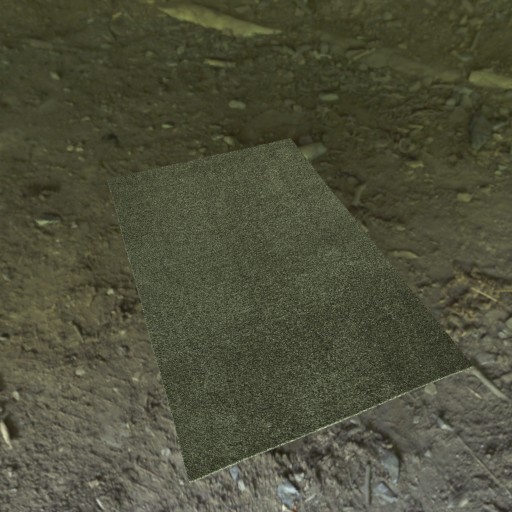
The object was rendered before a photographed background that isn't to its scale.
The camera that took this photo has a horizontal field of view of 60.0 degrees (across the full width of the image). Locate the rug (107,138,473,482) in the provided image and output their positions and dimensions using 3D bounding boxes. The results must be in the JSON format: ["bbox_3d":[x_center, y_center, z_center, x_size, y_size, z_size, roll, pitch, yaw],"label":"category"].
[{"bbox_3d":[0.000,0.000,3.347,1.802,0.026,2.699,-16,49,-14],"label":"rug"}]
